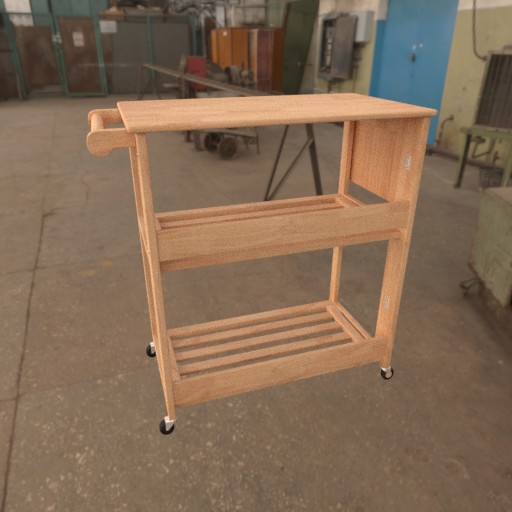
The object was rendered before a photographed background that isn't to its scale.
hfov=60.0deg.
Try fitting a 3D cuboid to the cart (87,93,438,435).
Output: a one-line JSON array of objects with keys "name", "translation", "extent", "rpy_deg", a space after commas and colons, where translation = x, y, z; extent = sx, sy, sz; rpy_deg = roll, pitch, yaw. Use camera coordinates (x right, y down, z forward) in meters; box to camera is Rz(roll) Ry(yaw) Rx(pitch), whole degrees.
[{"name": "cart", "translation": [0.000, 0.000, 1.360], "extent": [0.853, 0.879, 0.432], "rpy_deg": [-8, 27, -16]}]
